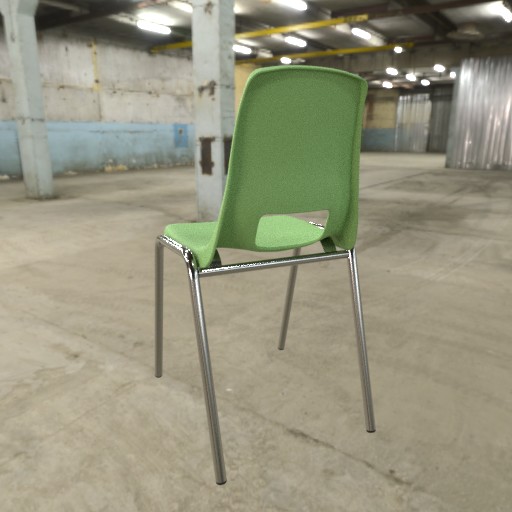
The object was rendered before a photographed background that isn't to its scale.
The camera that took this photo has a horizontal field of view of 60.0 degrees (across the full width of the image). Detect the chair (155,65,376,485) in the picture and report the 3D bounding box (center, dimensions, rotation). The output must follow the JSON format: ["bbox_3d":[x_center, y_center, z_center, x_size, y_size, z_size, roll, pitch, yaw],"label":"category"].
[{"bbox_3d":[0.000,0.000,0.954,0.381,0.704,0.436,-7,16,-25],"label":"chair"}]
